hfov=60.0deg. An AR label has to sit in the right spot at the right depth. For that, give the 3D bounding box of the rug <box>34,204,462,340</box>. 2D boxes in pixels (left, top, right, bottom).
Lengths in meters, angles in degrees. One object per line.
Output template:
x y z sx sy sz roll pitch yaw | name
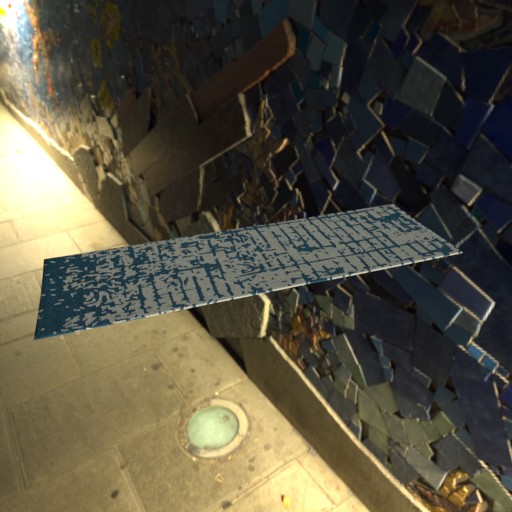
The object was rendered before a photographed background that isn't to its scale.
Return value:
0.000 0.000 2.695 2.435 0.011 0.750 -10 33 -16 | rug
